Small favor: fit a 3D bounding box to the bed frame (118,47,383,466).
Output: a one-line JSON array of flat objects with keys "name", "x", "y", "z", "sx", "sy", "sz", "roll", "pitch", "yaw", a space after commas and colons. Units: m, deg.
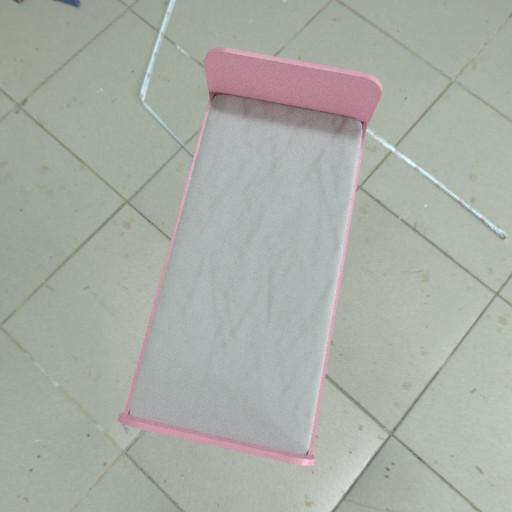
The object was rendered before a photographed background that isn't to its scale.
[{"name": "bed frame", "x": 0.000, "y": 0.000, "z": 2.478, "sx": 0.998, "sy": 0.805, "sz": 1.963, "roll": 12, "pitch": 76, "yaw": 3}]
